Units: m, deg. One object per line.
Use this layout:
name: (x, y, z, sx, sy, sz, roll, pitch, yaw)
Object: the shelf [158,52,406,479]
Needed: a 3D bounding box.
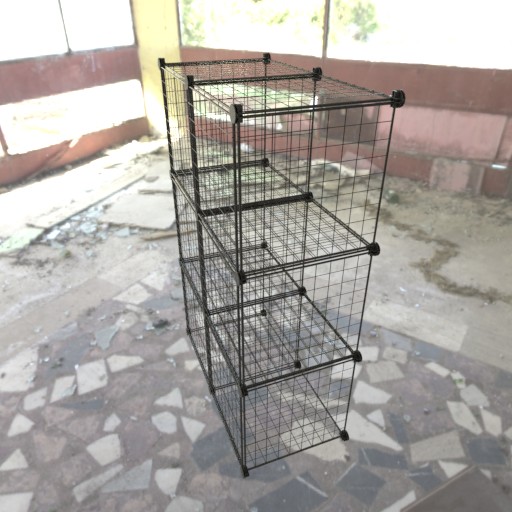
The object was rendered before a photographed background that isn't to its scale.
shelf: (0.000, 0.000, 1.369, 0.356, 1.067, 0.711, -11, 33, -18)
